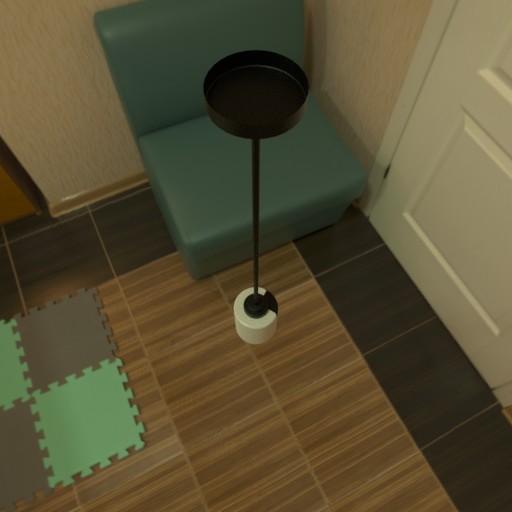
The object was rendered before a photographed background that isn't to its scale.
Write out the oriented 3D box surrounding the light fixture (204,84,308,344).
[{"bbox_3d":[0.000,0.000,0.900,0.123,0.863,0.123,31,67,15],"label":"light fixture"}]
